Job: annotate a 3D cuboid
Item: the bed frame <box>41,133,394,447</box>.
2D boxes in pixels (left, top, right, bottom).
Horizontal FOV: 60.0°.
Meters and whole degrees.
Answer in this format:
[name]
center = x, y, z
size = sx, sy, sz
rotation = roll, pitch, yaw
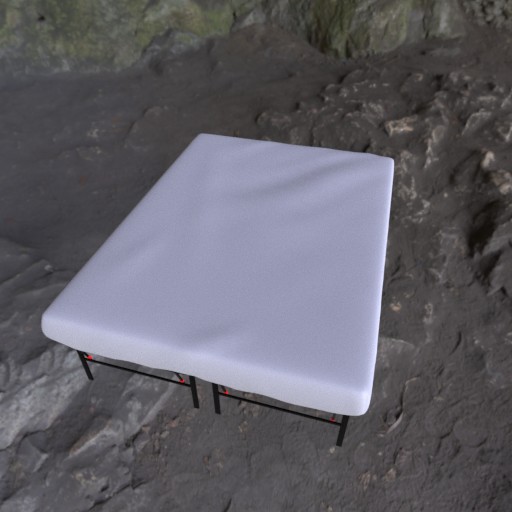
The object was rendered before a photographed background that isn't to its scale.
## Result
[bed frame]
center = 0.000, 0.000, 2.881
size = 1.584, 0.667, 2.151
rotation = 11, 42, 12
